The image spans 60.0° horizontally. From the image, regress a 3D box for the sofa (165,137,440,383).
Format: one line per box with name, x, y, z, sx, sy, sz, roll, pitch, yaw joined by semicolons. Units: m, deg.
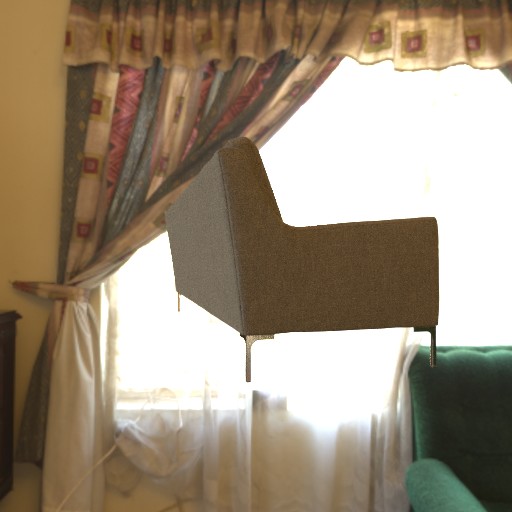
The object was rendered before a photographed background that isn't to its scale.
sofa;0.000;0.000;2.497;0.849;0.837;2.060;0;0;-16
